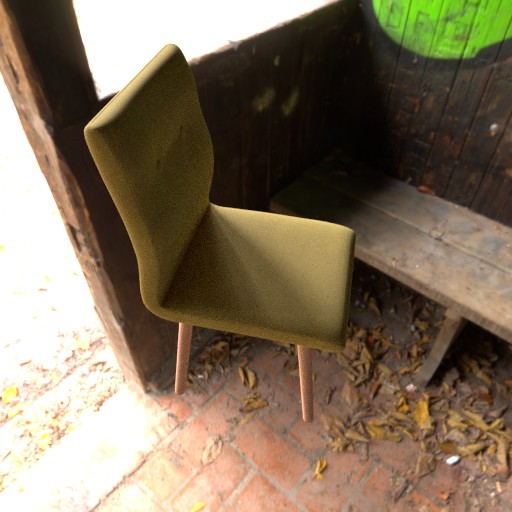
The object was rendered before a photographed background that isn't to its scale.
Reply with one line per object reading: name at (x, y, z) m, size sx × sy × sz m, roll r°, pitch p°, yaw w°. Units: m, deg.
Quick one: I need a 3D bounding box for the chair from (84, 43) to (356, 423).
chair at (0.000, 0.000, 1.250) m, size 0.550 × 0.965 × 0.450 m, roll 9°, pitch 46°, yaw 9°
